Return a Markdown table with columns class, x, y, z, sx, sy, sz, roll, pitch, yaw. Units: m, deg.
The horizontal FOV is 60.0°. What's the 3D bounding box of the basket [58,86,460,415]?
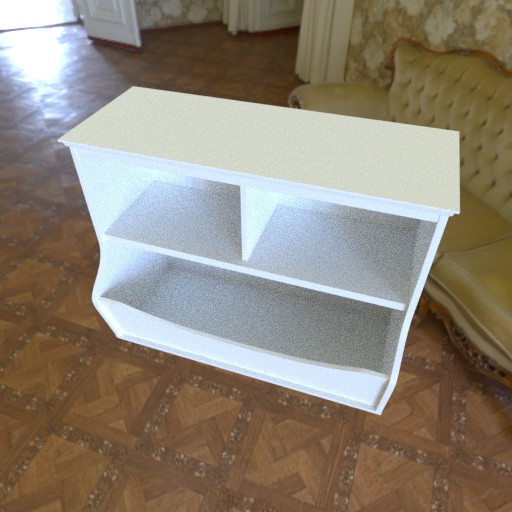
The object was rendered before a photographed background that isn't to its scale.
| class | x | y | z | sx | sy | sz | roll | pitch | yaw |
| --- | --- | --- | --- | --- | --- | --- | --- | --- | --- |
| basket | 0.000 | 0.000 | 1.120 | 0.792 | 0.625 | 0.376 | 13 | 43 | 14 |
